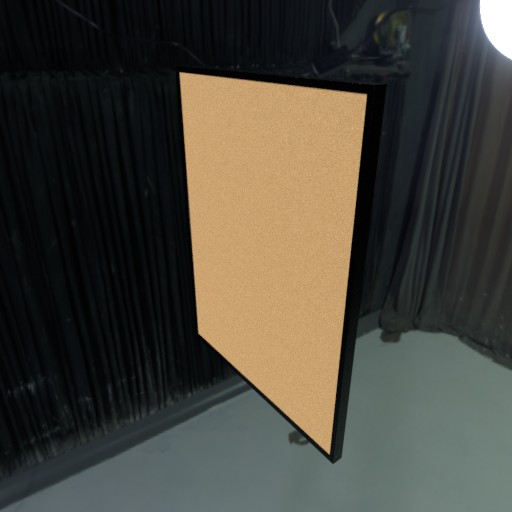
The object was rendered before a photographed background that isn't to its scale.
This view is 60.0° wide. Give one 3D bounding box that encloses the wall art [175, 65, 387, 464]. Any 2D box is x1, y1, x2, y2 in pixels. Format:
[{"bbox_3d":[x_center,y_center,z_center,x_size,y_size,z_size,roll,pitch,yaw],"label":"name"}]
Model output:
[{"bbox_3d":[0.000,0.000,1.385,0.040,1.062,0.805,-19,32,-33],"label":"wall art"}]
